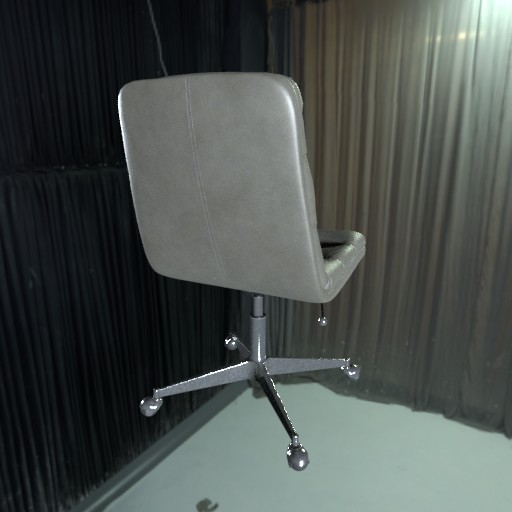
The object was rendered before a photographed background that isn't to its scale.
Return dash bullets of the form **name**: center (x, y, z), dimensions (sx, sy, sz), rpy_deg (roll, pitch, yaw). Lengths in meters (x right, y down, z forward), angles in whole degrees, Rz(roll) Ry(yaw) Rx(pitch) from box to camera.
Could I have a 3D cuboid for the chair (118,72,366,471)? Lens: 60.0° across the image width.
- **chair**: center (0.000, 0.000, 1.019), dimensions (0.422, 0.738, 0.485), rpy_deg (8, 17, 26)
